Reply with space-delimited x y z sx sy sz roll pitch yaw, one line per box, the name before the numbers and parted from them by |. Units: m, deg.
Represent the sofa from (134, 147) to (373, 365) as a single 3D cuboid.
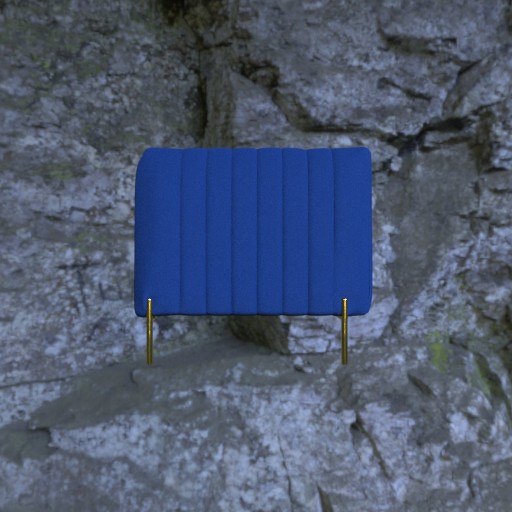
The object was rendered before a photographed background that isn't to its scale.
sofa | 0.000 0.000 2.612 0.896 0.793 2.136 0 -1 0
